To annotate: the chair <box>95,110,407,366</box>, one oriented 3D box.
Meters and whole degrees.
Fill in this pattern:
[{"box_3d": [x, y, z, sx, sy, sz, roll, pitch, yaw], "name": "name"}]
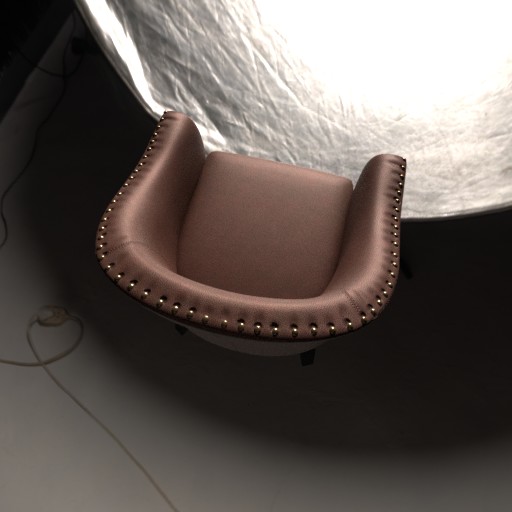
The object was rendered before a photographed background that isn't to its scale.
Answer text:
[{"box_3d": [0.000, 0.000, 1.451, 0.794, 0.823, 0.748, 13, 66, 6], "name": "chair"}]
